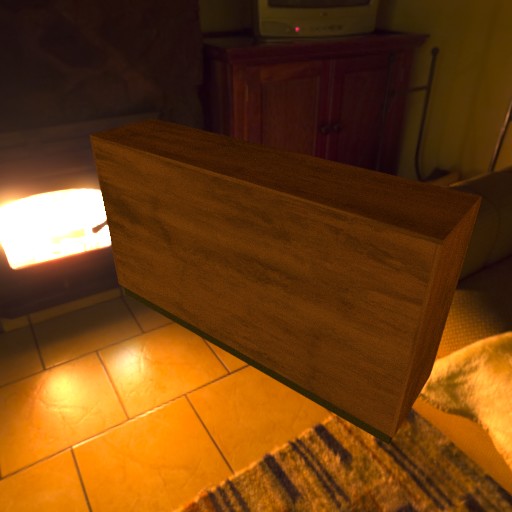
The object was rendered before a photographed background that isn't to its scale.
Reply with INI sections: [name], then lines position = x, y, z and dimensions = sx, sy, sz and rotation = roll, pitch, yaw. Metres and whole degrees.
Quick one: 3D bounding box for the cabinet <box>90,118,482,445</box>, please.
[cabinet]
position = 0.000, 0.000, 1.983
dimensions = 1.600, 0.900, 0.420
rotation = 22, 38, 32
